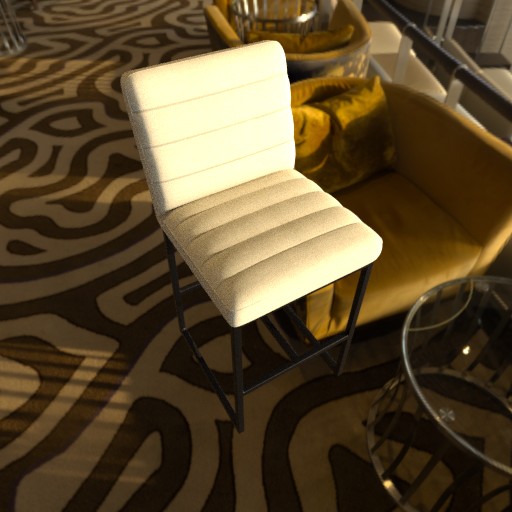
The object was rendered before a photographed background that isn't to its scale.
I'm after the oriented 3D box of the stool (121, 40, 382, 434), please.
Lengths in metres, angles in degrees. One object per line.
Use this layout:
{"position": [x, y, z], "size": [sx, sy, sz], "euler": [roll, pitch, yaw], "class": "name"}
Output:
{"position": [0.000, 0.000, 1.352], "size": [0.460, 1.040, 0.560], "euler": [-23, 50, -21], "class": "stool"}
